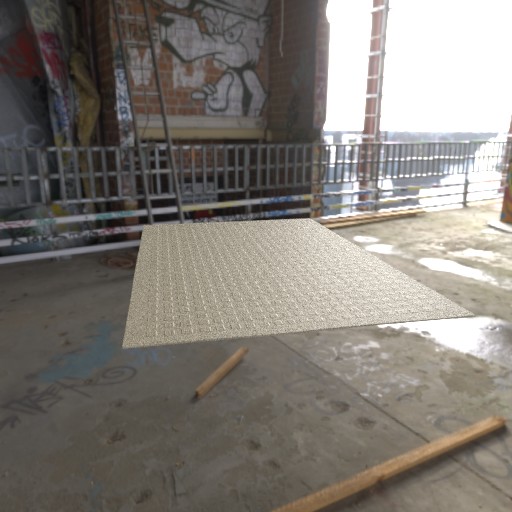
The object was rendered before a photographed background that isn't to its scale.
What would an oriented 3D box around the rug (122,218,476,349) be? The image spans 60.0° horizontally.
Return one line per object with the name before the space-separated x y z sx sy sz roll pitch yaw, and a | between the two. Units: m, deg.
rug | 0.000 0.000 2.190 1.143 0.006 1.747 -3 16 -11
